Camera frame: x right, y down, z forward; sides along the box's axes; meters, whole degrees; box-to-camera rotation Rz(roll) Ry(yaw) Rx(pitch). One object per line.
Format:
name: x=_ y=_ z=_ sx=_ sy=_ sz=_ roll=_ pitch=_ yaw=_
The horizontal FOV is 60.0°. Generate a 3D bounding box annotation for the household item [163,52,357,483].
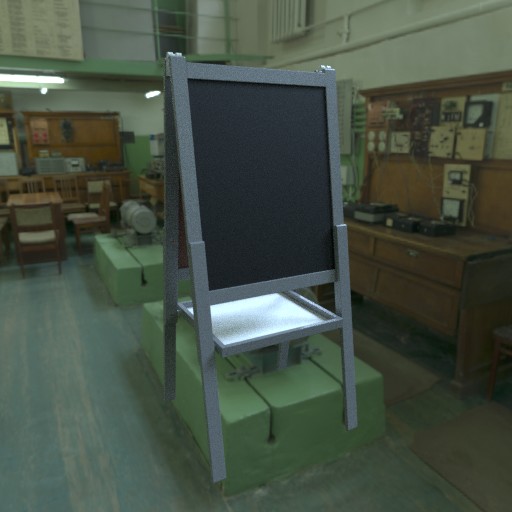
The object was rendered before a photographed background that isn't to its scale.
household item: x=0.000 y=0.000 z=1.432 sx=0.531 sy=1.172 sz=0.469 roll=-8 pitch=17 yaw=-27
